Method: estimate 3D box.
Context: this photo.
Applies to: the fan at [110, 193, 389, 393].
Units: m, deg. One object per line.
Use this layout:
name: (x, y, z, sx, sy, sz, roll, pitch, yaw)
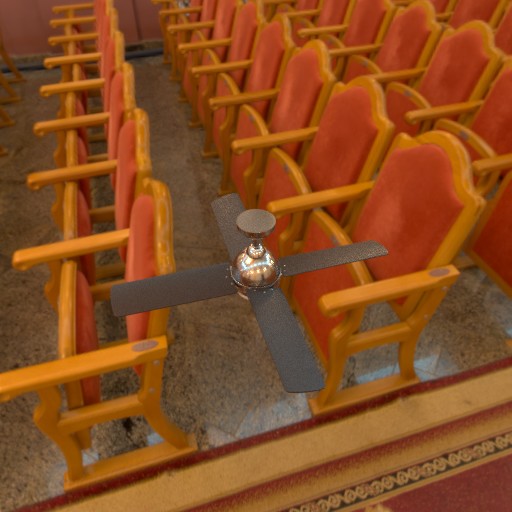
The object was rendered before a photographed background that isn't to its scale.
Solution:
fan: (0.000, 0.000, 2.029, 1.332, 0.403, 1.332, -11, 42, -12)
